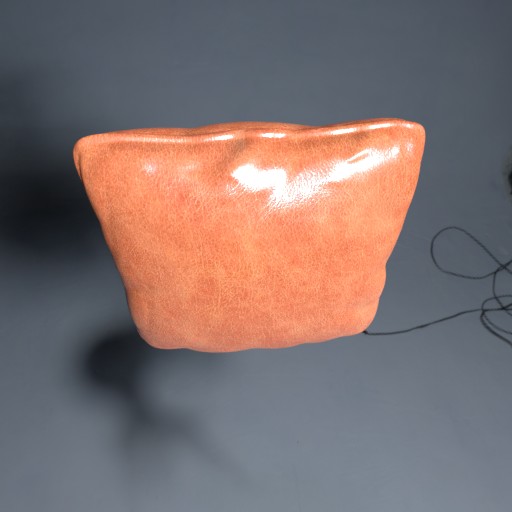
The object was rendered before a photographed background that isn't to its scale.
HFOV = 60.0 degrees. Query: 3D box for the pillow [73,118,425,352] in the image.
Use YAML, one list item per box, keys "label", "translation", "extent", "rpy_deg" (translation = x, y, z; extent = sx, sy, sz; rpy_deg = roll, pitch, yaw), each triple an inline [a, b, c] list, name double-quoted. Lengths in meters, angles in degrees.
- label: "pillow"
  translation: [0.000, 0.000, 0.818]
  extent: [0.532, 0.523, 0.236]
  rpy_deg: [-4, 47, -3]
